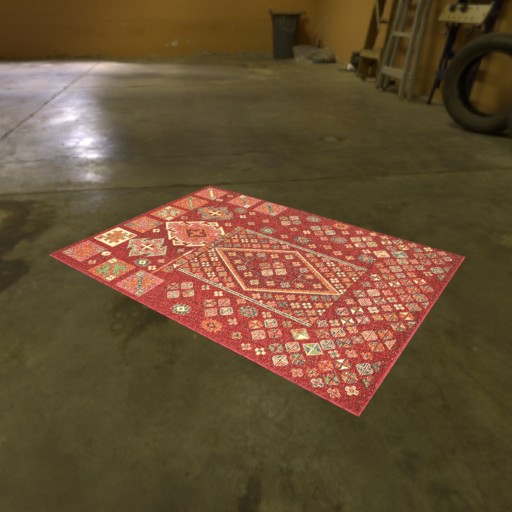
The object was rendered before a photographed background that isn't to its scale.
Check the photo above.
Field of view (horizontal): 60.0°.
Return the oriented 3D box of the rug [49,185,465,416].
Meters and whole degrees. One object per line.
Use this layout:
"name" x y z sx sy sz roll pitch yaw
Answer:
"rug" 0.000 0.000 2.871 2.184 0.007 1.579 20 35 31
